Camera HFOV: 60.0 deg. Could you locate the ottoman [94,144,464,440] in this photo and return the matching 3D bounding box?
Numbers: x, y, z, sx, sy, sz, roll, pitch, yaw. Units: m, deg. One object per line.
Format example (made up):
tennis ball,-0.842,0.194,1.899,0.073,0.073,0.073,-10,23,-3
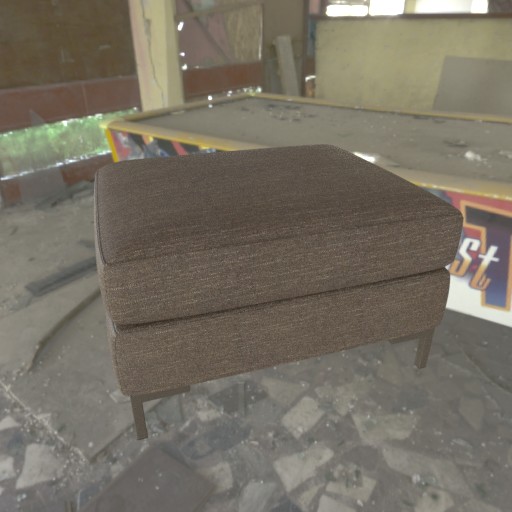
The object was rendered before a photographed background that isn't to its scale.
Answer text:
ottoman,0.000,0.000,1.241,0.820,0.490,0.671,-9,29,-16
